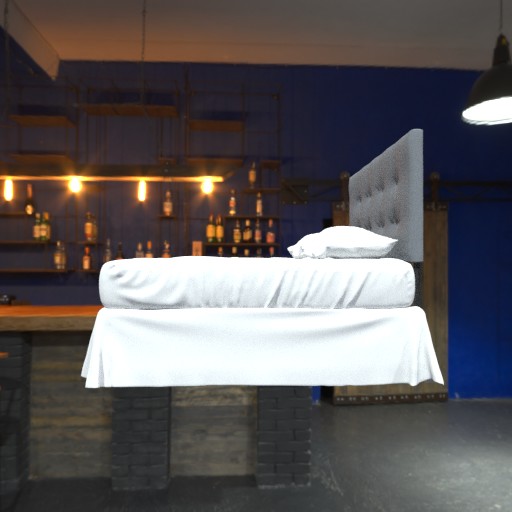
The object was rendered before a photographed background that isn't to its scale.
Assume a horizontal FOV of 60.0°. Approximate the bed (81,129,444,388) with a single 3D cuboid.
[{"bbox_3d":[0.000,0.000,3.523,2.222,1.577,1.936,0,0,-1],"label":"bed"}]
